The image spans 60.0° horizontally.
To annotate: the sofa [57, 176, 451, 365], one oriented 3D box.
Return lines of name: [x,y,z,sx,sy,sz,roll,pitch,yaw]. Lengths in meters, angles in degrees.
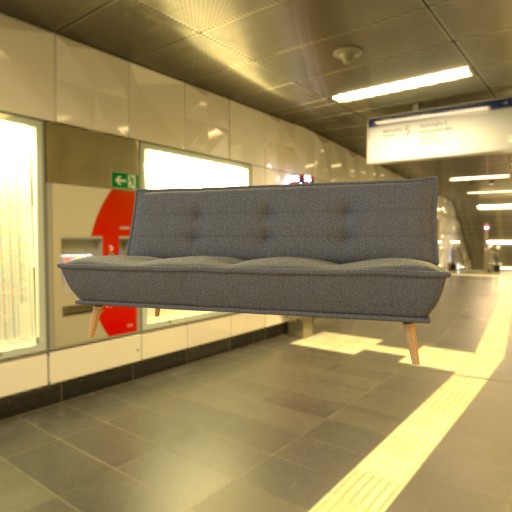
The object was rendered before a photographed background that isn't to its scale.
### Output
sofa: [0.000,0.000,2.491,1.940,0.890,0.950,1,2,18]
